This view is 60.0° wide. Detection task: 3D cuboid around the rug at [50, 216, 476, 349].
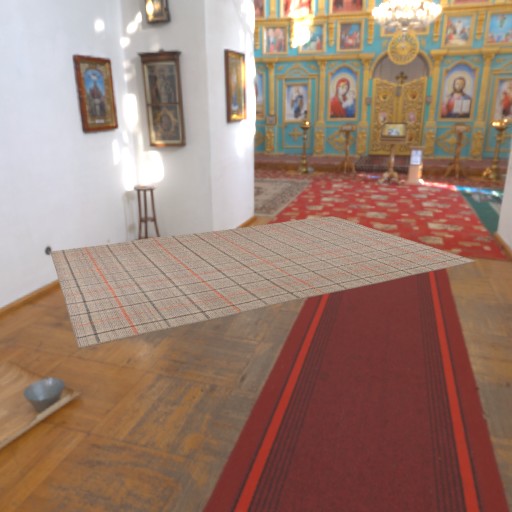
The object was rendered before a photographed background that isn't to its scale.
[{"bbox_3d":[0.000,0.000,2.989,2.439,0.015,1.524,-9,20,-26],"label":"rug"}]
